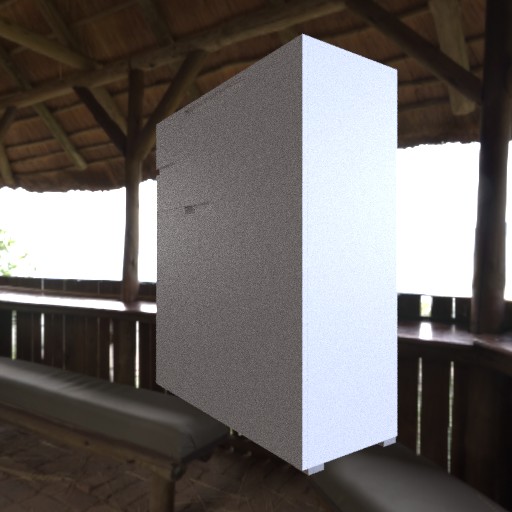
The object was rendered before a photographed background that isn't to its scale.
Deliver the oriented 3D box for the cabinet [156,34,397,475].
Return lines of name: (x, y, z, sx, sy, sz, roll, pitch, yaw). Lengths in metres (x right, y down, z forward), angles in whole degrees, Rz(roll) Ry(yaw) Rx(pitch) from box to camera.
cabinet: (0.000, 0.000, 1.710, 0.400, 1.190, 1.000, 0, 0, -35)
